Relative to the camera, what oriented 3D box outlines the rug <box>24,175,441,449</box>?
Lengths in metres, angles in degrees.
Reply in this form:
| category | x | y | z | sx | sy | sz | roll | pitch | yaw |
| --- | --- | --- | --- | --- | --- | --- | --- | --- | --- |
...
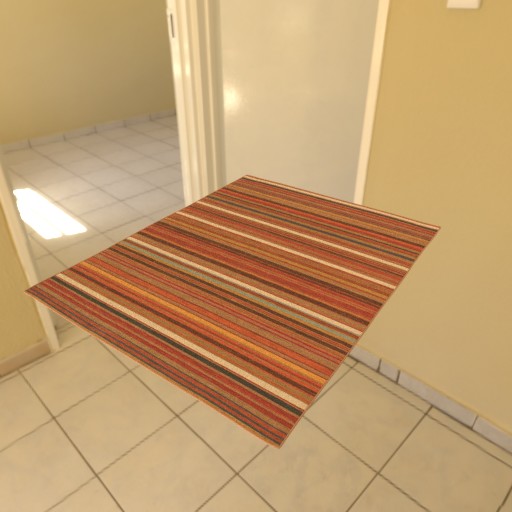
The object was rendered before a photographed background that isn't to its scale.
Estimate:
| category | x | y | z | sx | sy | sz | roll | pitch | yaw |
| --- | --- | --- | --- | --- | --- | --- | --- | --- | --- |
| rug | 0.000 | 0.000 | 4.062 | 2.479 | 0.023 | 3.092 | 21 | 38 | 29 |
